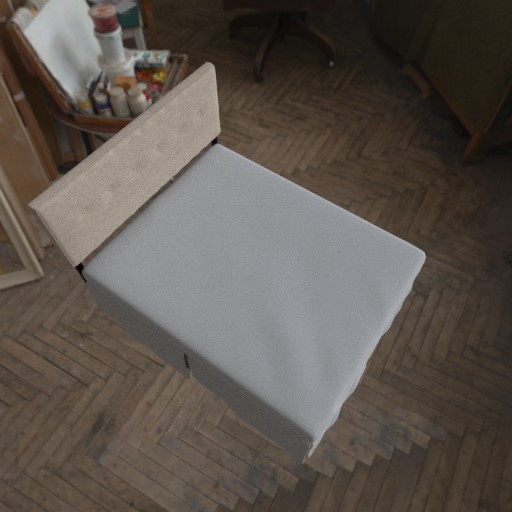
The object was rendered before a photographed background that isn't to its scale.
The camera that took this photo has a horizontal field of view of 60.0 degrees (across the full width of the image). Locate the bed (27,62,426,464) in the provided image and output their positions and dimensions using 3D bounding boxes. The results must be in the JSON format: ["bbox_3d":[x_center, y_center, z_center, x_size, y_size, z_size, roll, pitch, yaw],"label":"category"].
[{"bbox_3d":[0.000,0.000,2.996,1.978,1.270,1.643,31,63,18],"label":"bed"}]
